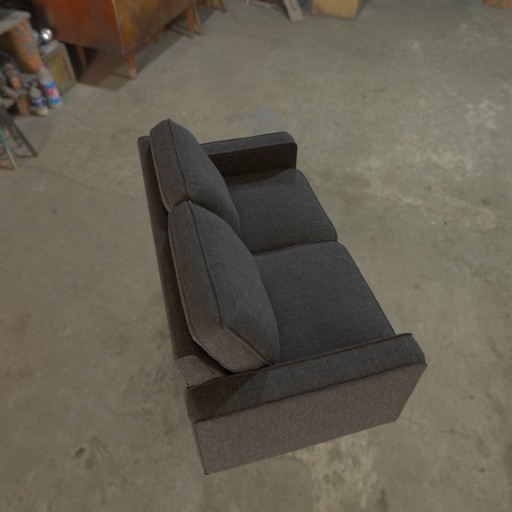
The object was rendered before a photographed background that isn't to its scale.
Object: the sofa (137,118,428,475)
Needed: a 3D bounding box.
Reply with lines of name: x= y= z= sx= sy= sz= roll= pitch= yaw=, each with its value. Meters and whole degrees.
sofa: x=0.000 y=0.000 z=2.258 sx=0.947 sy=0.918 sz=1.709 roll=-11 pitch=48 yaw=-10
